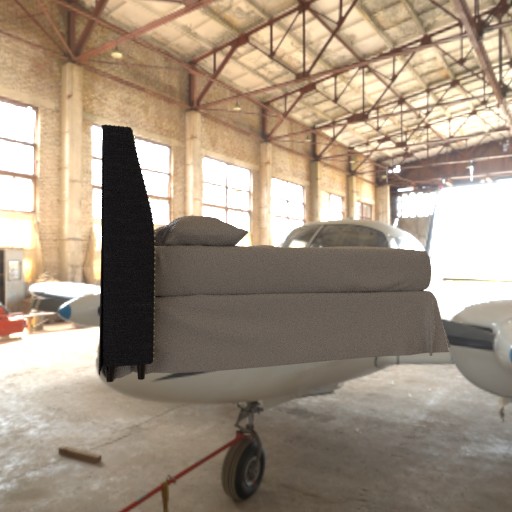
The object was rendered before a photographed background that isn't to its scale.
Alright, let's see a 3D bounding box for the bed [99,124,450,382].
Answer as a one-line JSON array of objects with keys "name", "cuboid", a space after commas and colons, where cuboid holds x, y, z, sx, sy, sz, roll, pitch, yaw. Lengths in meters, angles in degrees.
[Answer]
[{"name": "bed", "cuboid": [0.000, 0.000, 3.467, 2.276, 1.332, 1.925, 0, -1, -18]}]
